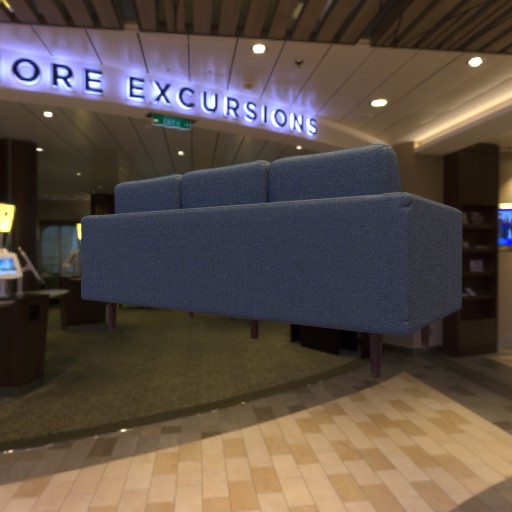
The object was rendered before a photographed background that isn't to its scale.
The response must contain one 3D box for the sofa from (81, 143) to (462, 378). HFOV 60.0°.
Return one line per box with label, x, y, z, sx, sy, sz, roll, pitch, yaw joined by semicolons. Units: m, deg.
sofa;0.000;0.000;2.529;2.013;0.945;0.935;1;1;36
